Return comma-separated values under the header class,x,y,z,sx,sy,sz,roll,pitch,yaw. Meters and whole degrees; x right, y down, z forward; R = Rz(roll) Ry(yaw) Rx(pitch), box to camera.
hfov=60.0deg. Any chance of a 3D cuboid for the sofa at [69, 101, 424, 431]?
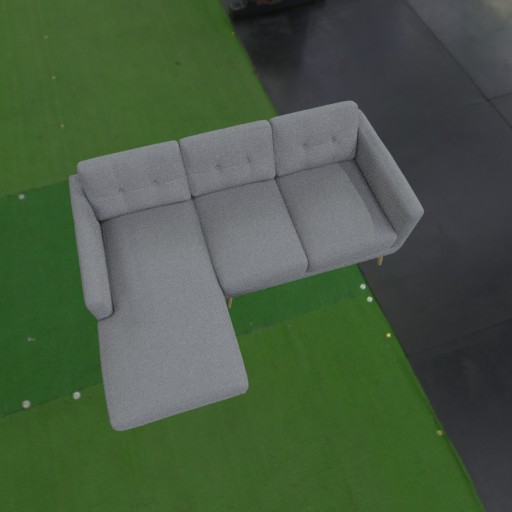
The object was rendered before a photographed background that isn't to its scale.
class,x,y,z,sx,sy,sz,roll,pitch,yaw
sofa,0.000,0.000,2.763,2.040,0.860,1.530,-15,63,-8
